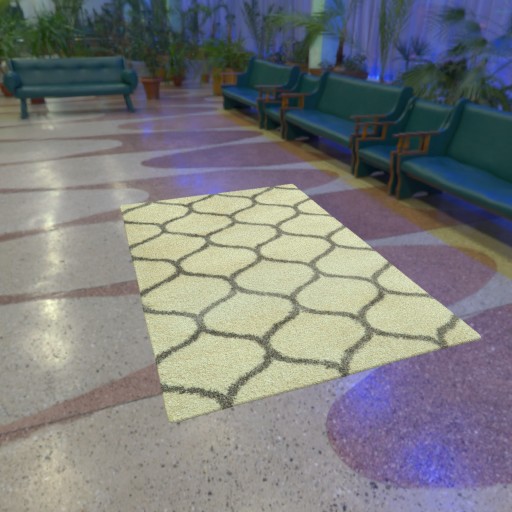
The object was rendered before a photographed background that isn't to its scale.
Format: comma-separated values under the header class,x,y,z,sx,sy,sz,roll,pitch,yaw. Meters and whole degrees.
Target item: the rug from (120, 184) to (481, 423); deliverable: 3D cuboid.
class,x,y,z,sx,sy,sz,roll,pitch,yaw
rug,0.000,0.000,3.389,1.801,0.026,2.701,-10,31,-17
